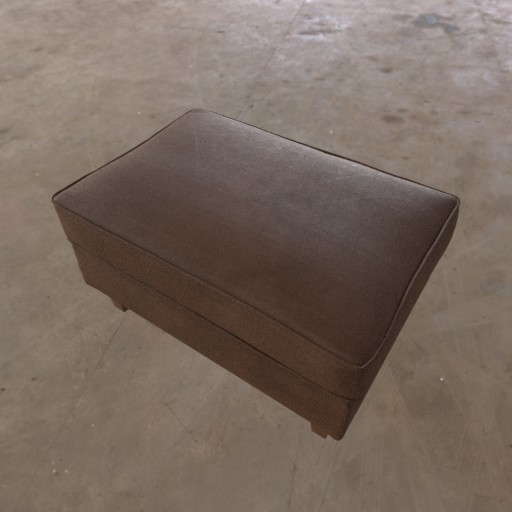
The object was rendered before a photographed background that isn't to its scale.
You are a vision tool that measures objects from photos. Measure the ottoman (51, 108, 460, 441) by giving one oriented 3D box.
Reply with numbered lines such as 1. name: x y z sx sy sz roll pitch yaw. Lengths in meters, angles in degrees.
1. ottoman: 0.000 0.000 1.214 0.860 0.481 0.596 26 51 23
